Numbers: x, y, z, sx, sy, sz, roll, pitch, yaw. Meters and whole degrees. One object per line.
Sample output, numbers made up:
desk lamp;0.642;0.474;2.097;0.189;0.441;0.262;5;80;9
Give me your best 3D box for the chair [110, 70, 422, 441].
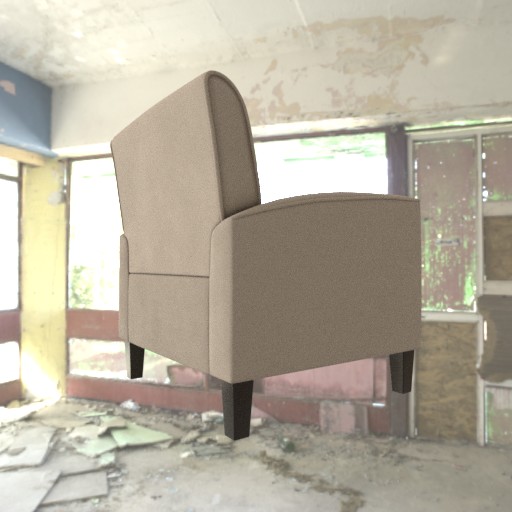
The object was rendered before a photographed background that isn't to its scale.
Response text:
chair;0.000;0.000;1.580;0.820;0.915;0.820;1;-1;-36
